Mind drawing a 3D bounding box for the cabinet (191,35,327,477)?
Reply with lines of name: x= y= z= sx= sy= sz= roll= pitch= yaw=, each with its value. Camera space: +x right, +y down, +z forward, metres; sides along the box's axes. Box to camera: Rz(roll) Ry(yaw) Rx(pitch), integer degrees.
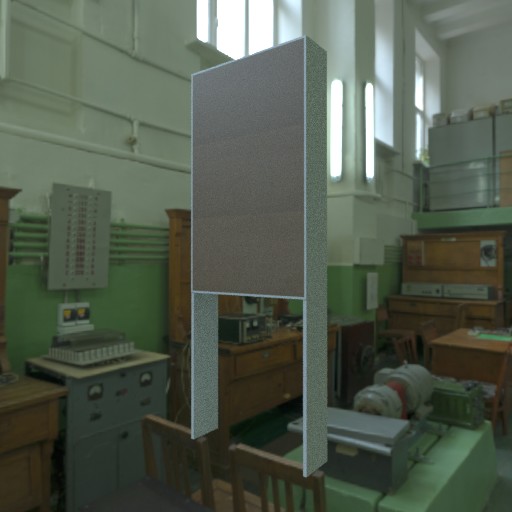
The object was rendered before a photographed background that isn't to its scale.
cabinet: x=0.000 y=0.000 z=2.040 sx=0.643 sy=1.770 sz=0.192 roll=0 pitch=0 yaw=37
